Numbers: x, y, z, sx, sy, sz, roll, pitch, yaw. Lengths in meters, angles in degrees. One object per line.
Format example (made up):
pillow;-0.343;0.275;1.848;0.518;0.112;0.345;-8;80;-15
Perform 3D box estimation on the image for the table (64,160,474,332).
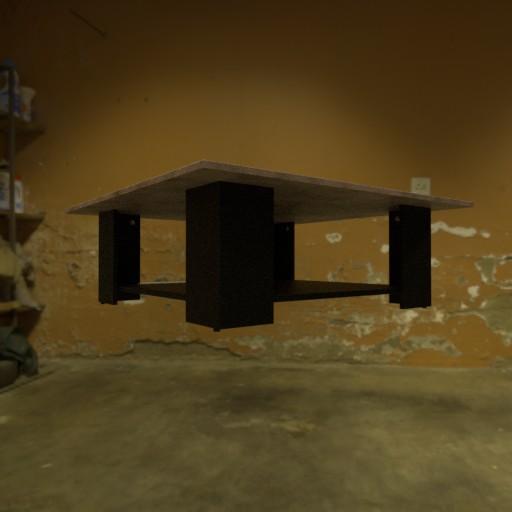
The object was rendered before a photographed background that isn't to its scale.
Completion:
table;0.000;0.000;1.353;0.890;0.305;0.890;0;-1;-37
